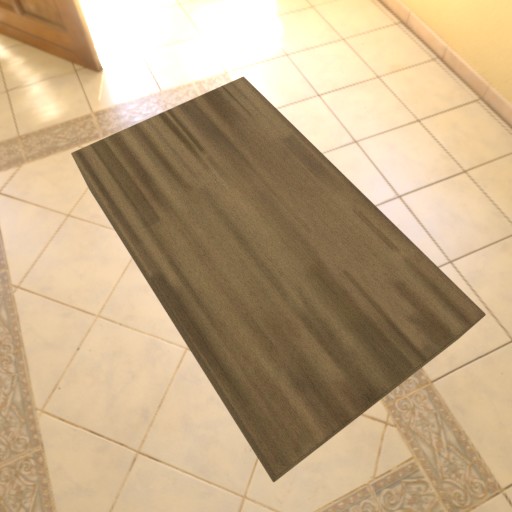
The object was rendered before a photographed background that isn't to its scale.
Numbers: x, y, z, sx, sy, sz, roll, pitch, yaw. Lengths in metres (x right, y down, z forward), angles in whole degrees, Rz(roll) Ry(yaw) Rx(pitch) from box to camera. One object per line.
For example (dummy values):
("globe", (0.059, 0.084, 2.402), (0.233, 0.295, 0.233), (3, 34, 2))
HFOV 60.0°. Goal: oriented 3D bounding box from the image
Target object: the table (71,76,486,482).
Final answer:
("table", (0.000, 0.000, 1.381), (0.643, 0.347, 1.088), (-31, 64, -17))
